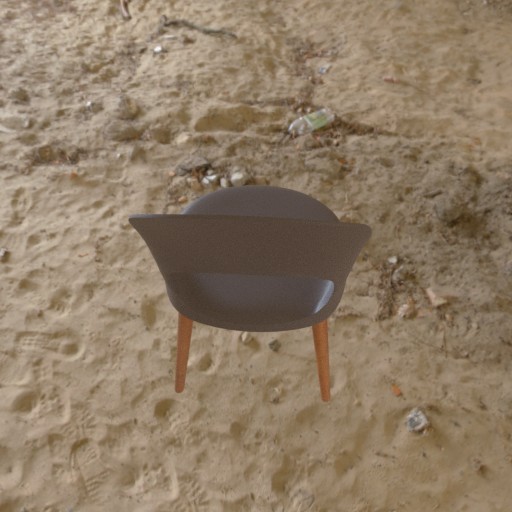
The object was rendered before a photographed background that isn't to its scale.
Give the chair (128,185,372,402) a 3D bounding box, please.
[{"bbox_3d":[0.000,0.000,1.139,0.470,0.794,0.556,3,48,2],"label":"chair"}]
